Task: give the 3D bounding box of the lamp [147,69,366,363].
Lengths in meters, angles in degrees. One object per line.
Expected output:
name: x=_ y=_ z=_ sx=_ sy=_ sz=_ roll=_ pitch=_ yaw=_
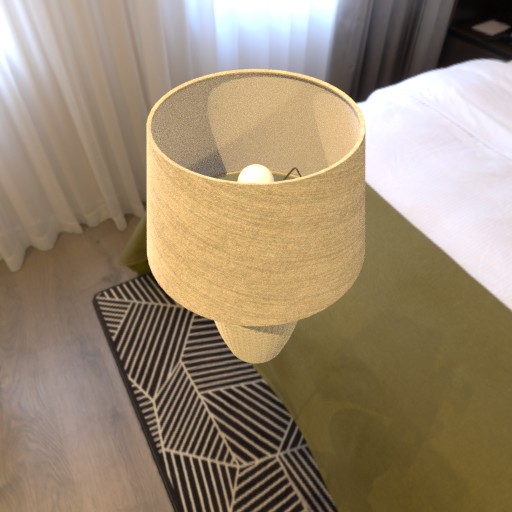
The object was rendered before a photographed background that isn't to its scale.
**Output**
lamp: x=0.000 y=0.000 z=0.842 sx=0.390 sy=0.580 sz=0.390 roll=0 pitch=47 yaw=0
